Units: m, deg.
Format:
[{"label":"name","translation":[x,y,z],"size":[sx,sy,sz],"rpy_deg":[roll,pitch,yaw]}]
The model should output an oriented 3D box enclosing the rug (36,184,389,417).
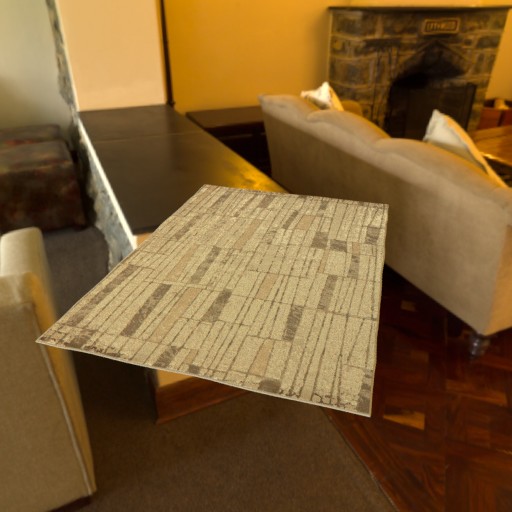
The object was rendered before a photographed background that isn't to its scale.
[{"label":"rug","translation":[0.000,0.000,4.389],"size":[2.449,0.019,3.357],"rpy_deg":[8,31,14]}]
